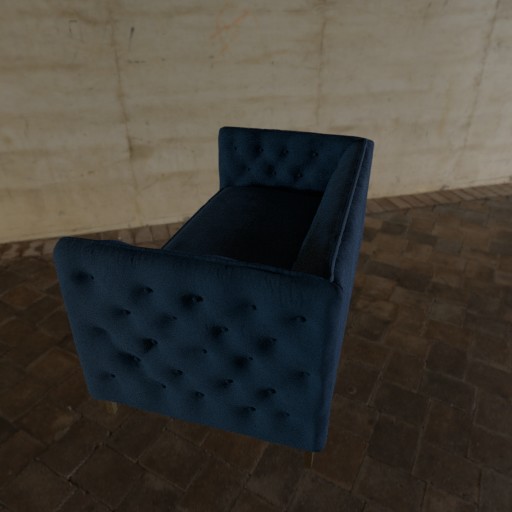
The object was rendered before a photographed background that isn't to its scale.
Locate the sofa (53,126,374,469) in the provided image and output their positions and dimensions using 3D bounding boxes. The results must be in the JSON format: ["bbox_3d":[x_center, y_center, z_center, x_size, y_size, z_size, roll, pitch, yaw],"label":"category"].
[{"bbox_3d":[0.000,0.000,2.059,0.909,0.810,1.583,8,31,14],"label":"sofa"}]
